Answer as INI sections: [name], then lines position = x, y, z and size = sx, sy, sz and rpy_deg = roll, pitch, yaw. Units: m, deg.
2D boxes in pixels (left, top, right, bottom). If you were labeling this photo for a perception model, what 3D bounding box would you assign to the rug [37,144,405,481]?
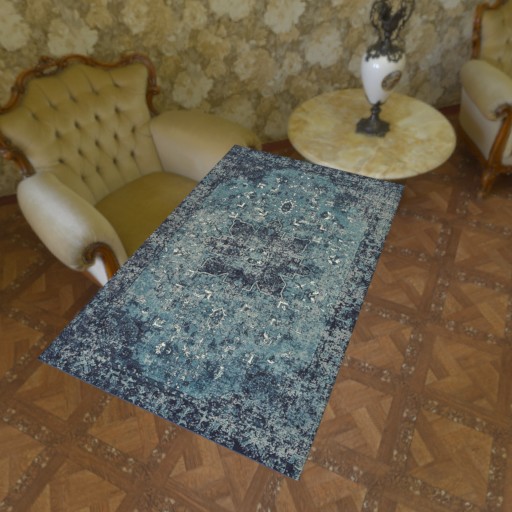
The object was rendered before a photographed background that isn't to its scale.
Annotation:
[rug]
position = 0.000, 0.000, 2.981
size = 1.525, 0.007, 2.440
rpy_deg = 18, 47, 17
